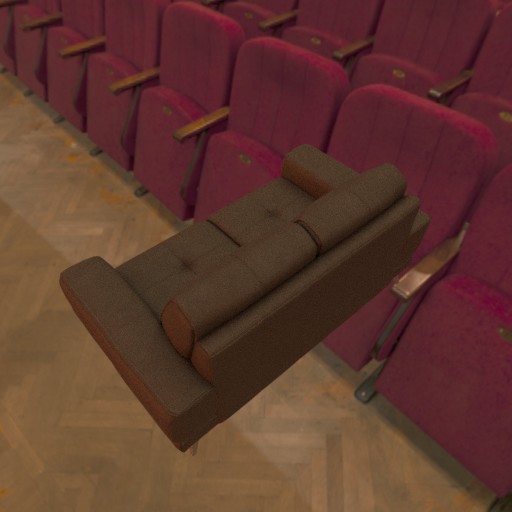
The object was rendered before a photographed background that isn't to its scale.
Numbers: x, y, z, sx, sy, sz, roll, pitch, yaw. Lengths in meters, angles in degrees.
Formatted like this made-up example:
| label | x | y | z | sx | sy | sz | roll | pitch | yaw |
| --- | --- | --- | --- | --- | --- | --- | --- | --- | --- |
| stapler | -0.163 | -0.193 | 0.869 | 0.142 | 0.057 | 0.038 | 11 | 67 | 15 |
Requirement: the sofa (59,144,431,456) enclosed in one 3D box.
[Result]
| label | x | y | z | sx | sy | sz | roll | pitch | yaw |
| --- | --- | --- | --- | --- | --- | --- | --- | --- | --- |
| sofa | 0.000 | 0.000 | 2.401 | 1.806 | 0.907 | 1.018 | -33 | 55 | -27 |
